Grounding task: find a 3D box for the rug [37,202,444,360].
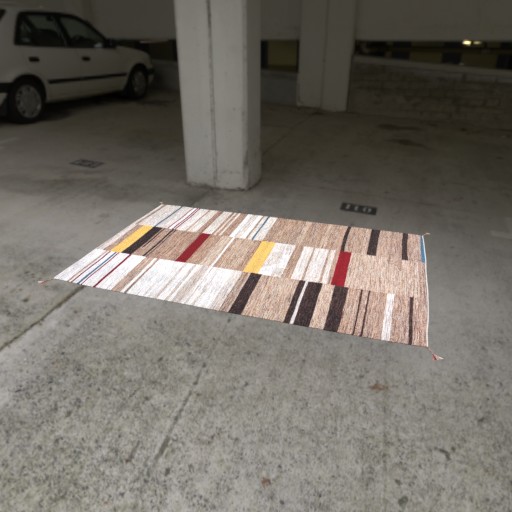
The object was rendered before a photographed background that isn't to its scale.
[{"bbox_3d":[0.000,0.000,2.488,1.918,0.007,1.268,8,28,16],"label":"rug"}]
